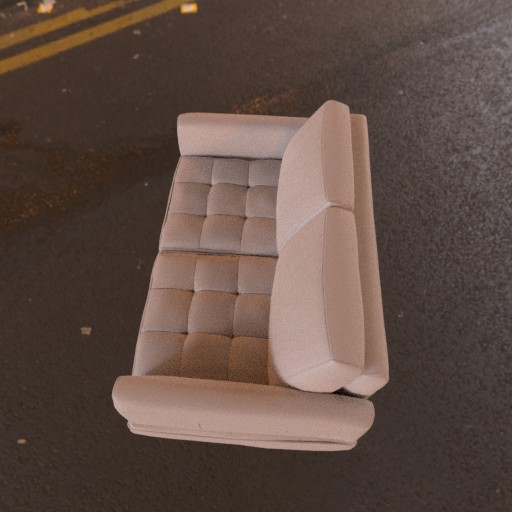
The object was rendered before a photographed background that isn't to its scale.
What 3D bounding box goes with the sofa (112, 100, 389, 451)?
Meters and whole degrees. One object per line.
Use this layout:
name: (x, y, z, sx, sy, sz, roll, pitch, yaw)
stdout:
sofa: (0.000, 0.000, 2.357, 1.121, 0.930, 1.819, 3, 58, 2)
